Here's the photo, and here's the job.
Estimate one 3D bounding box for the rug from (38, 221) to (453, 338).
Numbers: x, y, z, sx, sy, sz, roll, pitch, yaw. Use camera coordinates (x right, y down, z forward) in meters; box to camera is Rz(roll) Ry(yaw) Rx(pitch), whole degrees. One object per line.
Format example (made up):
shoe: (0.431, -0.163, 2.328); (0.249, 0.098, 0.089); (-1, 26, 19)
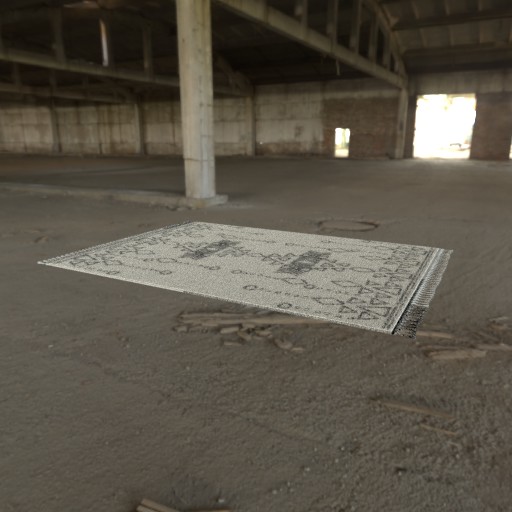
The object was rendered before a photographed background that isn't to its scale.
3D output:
rug: (0.000, 0.000, 2.982); (2.312, 0.013, 1.600); (8, 17, 27)
